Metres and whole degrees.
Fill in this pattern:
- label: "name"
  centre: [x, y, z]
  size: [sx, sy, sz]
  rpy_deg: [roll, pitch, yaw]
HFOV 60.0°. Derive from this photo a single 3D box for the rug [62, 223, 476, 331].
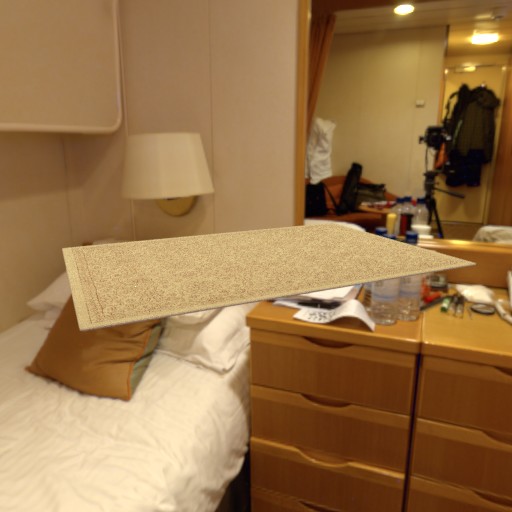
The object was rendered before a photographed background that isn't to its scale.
- label: "rug"
  centre: [0.000, 0.000, 2.332]
  size: [1.829, 0.010, 1.219]
  rpy_deg: [-7, 16, -25]
